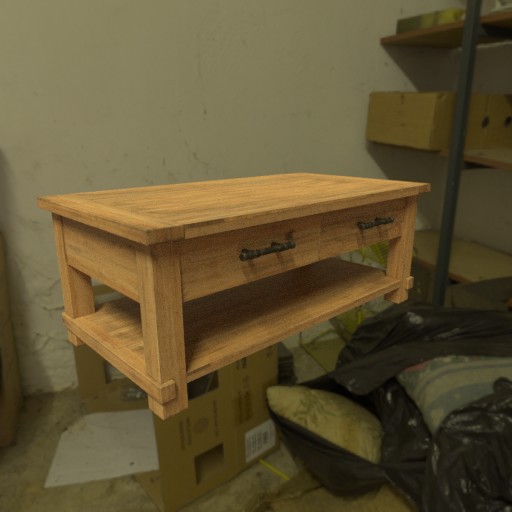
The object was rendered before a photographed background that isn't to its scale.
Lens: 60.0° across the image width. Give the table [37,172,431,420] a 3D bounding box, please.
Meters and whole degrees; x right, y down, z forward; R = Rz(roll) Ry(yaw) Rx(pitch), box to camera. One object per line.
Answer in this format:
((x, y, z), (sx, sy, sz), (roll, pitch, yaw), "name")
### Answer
((0.000, 0.000, 1.647), (1.270, 0.494, 0.693), (-14, 21, -41), "table")
